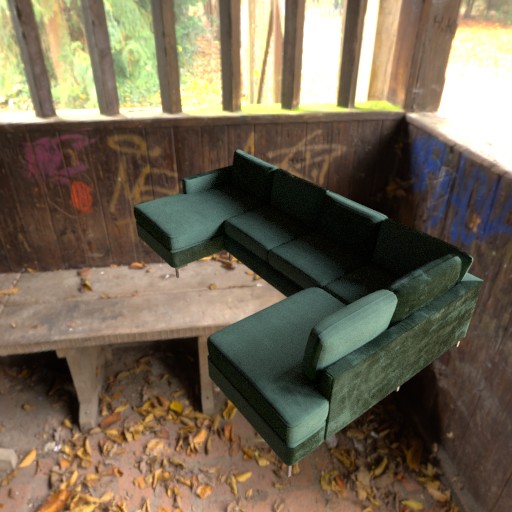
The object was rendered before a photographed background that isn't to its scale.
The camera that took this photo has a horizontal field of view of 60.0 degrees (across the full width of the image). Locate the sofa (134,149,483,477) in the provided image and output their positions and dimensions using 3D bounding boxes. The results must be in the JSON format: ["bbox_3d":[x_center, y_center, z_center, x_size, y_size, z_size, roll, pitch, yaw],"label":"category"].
[{"bbox_3d":[0.000,0.000,4.305,2.055,0.992,3.434,-22,38,-31],"label":"sofa"}]
